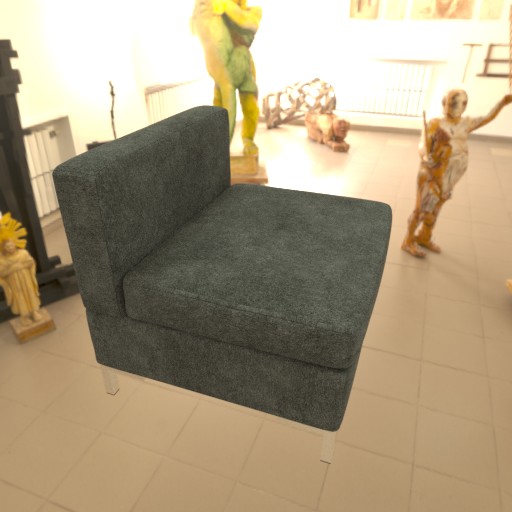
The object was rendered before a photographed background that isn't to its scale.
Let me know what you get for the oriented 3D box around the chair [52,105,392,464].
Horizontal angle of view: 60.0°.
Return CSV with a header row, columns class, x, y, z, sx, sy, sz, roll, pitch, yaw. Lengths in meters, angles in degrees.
class,x,y,z,sx,sy,sz,roll,pitch,yaw
chair,0.000,0.000,1.223,0.680,0.660,0.680,10,31,17
